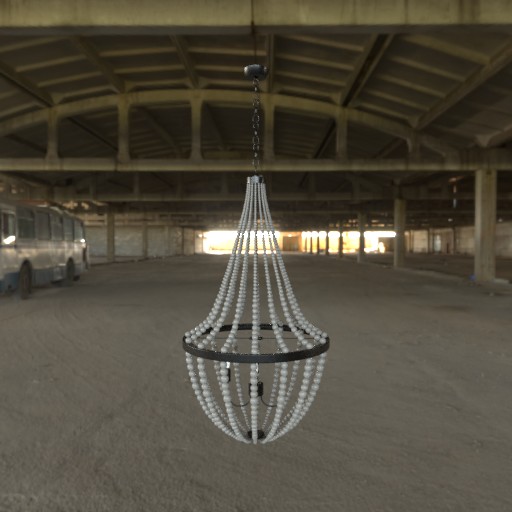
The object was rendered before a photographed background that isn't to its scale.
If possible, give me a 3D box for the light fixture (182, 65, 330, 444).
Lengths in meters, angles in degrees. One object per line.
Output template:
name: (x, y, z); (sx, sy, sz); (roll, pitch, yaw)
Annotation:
light fixture: (0.000, 0.000, 1.365); (0.450, 1.133, 0.450); (0, 2, 0)
